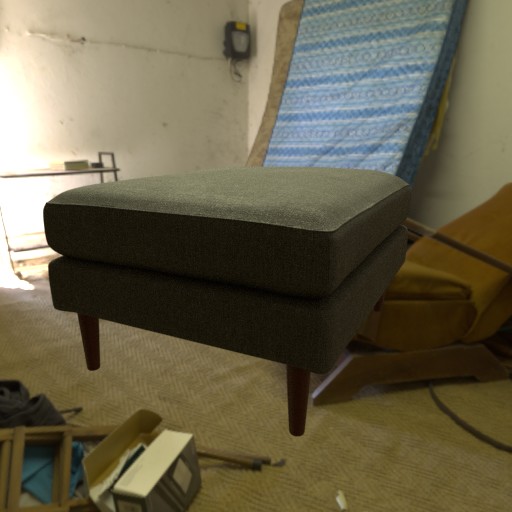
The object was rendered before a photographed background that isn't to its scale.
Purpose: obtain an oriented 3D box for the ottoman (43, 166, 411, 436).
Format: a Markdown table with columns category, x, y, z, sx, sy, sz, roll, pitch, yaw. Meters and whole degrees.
| category | x | y | z | sx | sy | sz | roll | pitch | yaw |
| --- | --- | --- | --- | --- | --- | --- | --- | --- | --- |
| ottoman | 0.000 | 0.000 | 1.233 | 0.693 | 0.474 | 0.821 | 8 | 17 | 26 |
